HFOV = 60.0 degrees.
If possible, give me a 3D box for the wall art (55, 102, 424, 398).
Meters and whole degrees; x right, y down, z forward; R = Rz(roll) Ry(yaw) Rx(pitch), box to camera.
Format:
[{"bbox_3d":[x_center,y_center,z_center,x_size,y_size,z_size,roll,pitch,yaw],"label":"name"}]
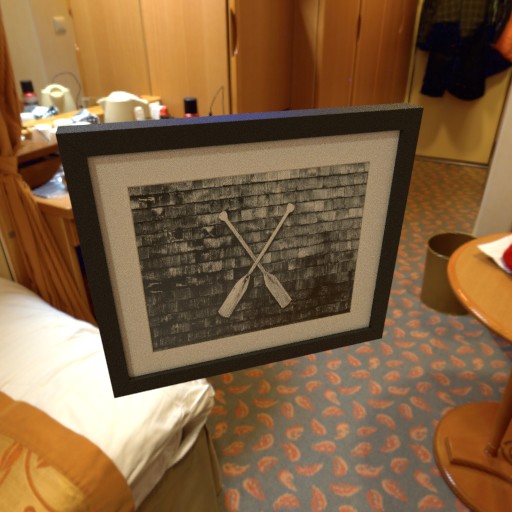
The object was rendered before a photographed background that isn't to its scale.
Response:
[{"bbox_3d":[0.000,0.000,0.535,0.381,0.330,0.029,-9,31,-15],"label":"wall art"}]
